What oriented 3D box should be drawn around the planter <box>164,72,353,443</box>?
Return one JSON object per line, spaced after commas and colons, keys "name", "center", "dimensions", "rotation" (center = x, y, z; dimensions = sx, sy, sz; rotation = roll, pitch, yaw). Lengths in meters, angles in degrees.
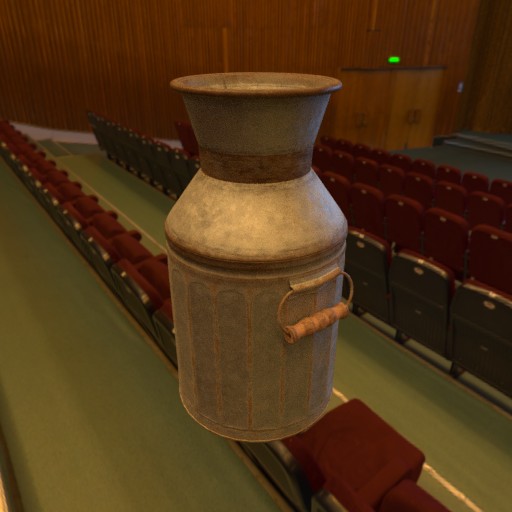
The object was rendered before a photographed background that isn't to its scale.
{"name": "planter", "center": [0.000, 0.000, 0.534], "dimensions": [0.214, 0.396, 0.245], "rotation": [-19, 33, -32]}
